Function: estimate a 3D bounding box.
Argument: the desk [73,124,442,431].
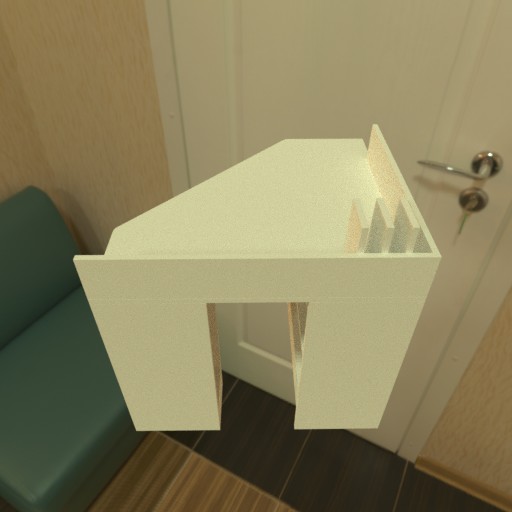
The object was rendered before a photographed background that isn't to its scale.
[{"bbox_3d":[0.000,0.000,1.753,0.940,0.986,0.940,0,42,0],"label":"desk"}]
